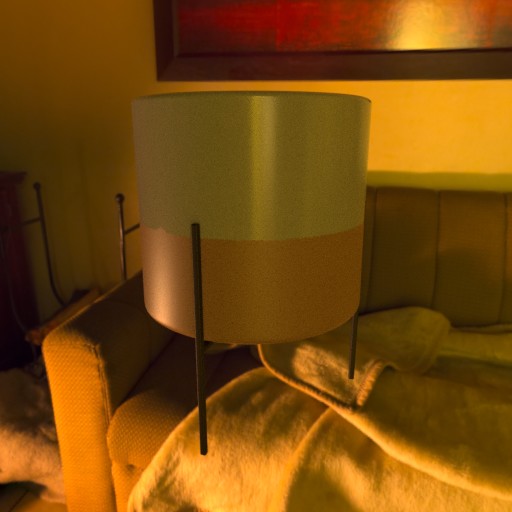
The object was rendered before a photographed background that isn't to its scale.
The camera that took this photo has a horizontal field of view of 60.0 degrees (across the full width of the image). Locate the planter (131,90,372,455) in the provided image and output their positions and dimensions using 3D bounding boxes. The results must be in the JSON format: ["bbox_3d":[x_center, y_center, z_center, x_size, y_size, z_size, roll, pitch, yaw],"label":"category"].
[{"bbox_3d":[0.000,0.000,0.720,0.360,0.480,0.348,-2,16,-8],"label":"planter"}]
